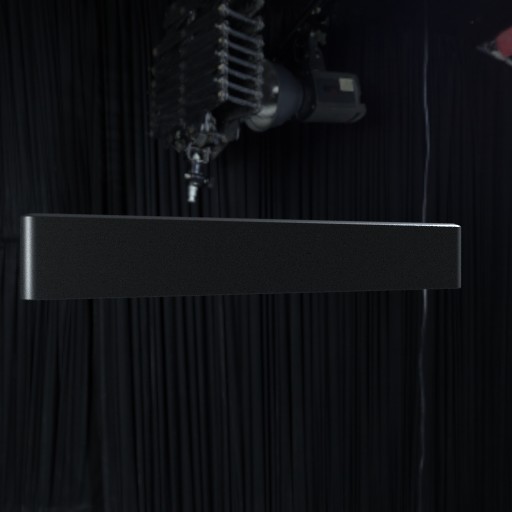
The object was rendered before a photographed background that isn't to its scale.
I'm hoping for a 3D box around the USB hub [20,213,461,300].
[{"bbox_3d":[0.000,0.000,0.158,0.145,0.023,0.044,0,0,-18],"label":"USB hub"}]
